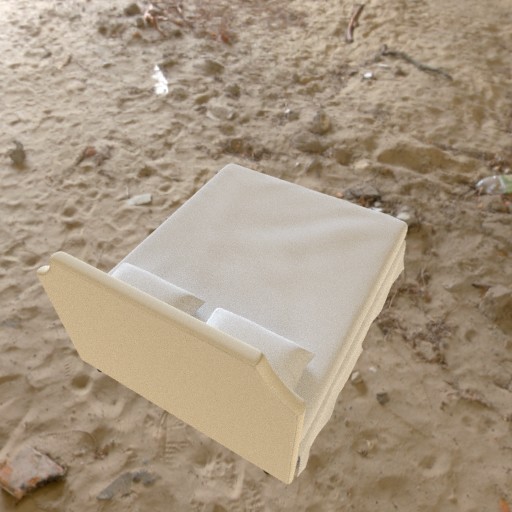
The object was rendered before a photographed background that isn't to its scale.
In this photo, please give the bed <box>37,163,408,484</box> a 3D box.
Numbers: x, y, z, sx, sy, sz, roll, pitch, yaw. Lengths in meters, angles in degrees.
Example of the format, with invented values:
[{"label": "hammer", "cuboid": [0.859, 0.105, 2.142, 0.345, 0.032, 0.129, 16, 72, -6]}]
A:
[{"label": "bed", "cuboid": [0.000, 0.000, 4.087, 2.350, 1.590, 2.773, 23, 50, 21]}]
